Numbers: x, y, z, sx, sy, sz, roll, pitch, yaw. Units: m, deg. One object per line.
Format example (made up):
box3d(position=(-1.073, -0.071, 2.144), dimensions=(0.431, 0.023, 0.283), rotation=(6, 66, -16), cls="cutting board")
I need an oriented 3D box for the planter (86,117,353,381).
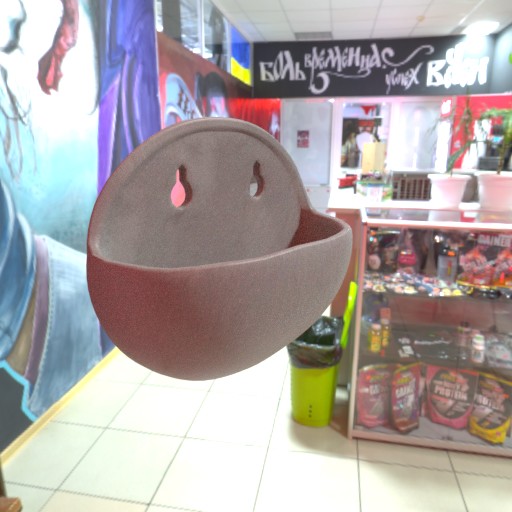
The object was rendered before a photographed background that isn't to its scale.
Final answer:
box3d(position=(0.000, 0.000, 0.270), dimensions=(0.073, 0.164, 0.190), rotation=(14, 20, 42), cls="planter")
